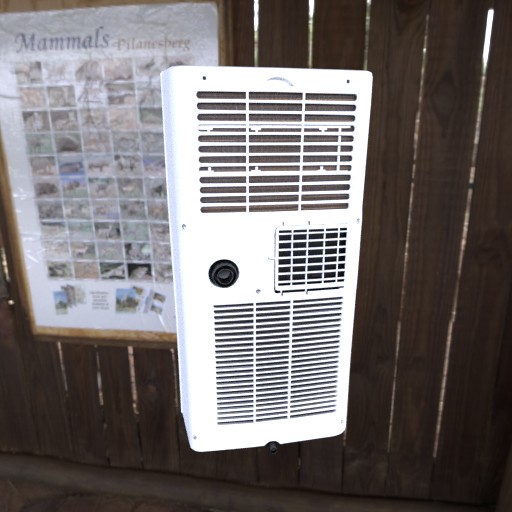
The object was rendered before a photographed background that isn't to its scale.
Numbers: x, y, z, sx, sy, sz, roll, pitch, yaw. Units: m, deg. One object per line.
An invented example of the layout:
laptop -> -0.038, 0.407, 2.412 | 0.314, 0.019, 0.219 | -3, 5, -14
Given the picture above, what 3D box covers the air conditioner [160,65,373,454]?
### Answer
air conditioner -> 0.000, 0.000, 0.800 | 0.304, 0.606, 0.349 | -3, 15, -10
